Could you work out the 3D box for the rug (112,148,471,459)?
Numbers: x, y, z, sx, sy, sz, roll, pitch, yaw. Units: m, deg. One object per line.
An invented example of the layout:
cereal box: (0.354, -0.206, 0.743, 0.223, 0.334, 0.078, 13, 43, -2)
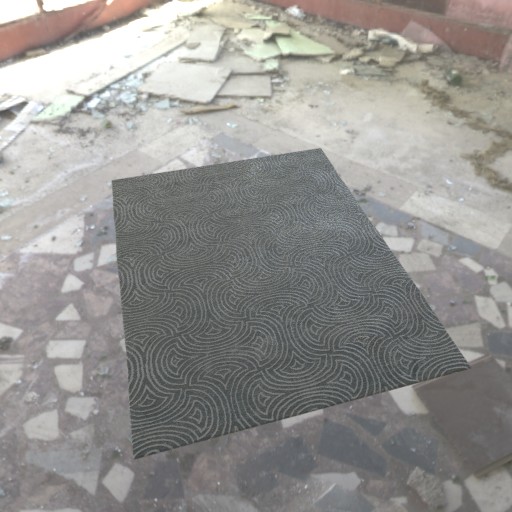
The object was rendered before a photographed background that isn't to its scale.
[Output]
rug: (0.000, 0.000, 4.042, 2.456, 0.021, 3.042, -11, 47, -11)
